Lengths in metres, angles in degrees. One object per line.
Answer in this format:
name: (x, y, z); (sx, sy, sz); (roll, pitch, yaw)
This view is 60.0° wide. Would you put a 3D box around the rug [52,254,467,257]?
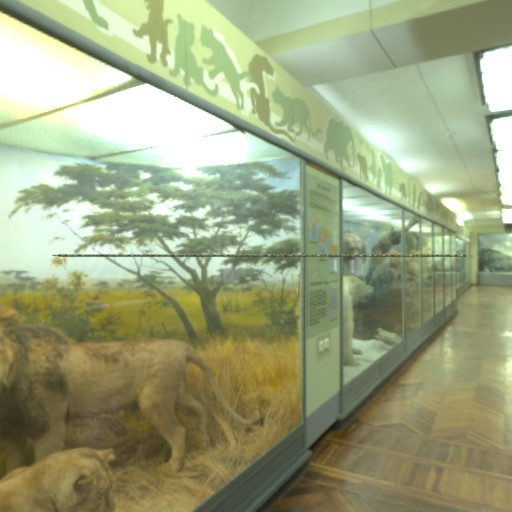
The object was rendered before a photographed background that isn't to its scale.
rug: (0.000, 0.000, 4.205); (2.431, 0.017, 3.291); (0, 0, -1)
